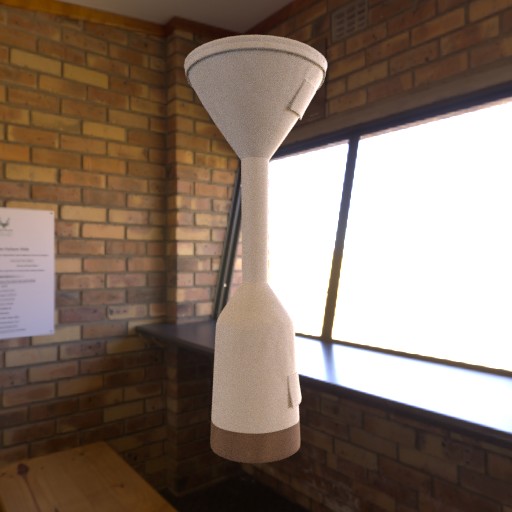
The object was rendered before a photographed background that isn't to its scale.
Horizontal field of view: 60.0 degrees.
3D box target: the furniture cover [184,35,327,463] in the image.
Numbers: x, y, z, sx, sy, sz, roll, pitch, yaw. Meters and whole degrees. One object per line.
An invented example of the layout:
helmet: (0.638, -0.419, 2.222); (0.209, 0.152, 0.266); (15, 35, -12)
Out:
furniture cover: (0.000, 0.000, 2.858); (0.914, 2.413, 0.914); (0, 0, 19)
